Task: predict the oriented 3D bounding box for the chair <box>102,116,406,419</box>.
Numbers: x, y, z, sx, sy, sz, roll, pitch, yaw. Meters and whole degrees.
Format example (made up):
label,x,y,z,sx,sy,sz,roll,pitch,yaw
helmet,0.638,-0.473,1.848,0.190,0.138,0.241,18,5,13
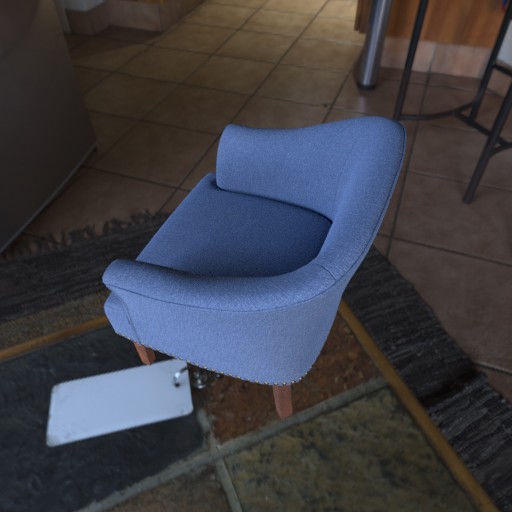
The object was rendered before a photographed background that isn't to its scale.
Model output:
label,x,y,z,sx,sy,sz,roll,pitch,yaw
chair,0.000,0.000,1.405,0.704,0.815,0.798,17,49,15
